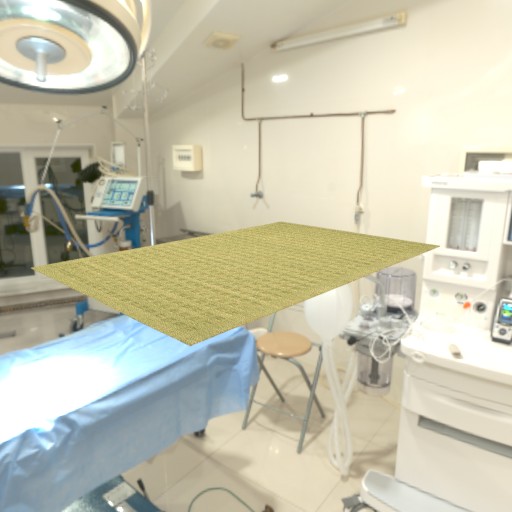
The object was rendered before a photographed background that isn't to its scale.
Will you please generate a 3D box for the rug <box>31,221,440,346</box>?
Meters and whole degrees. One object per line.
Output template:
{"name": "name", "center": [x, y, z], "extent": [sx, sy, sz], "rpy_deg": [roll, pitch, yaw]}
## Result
{"name": "rug", "center": [0.000, 0.000, 2.938], "extent": [1.529, 0.007, 2.297], "rpy_deg": [13, 19, 42]}
